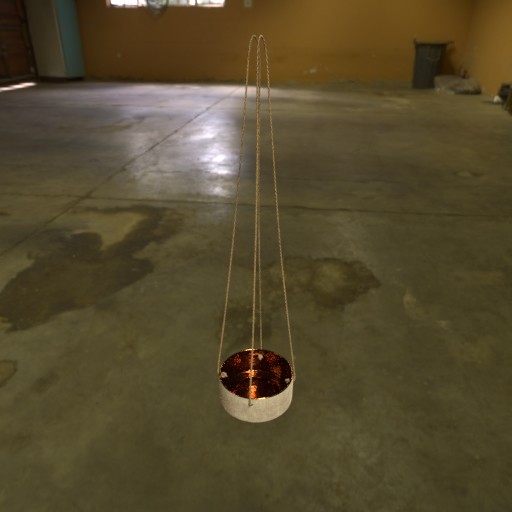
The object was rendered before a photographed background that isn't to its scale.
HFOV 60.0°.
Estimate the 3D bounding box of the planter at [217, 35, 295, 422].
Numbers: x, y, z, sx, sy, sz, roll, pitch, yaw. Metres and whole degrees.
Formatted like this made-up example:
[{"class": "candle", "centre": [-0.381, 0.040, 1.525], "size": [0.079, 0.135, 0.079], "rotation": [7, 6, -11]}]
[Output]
[{"class": "planter", "centre": [0.000, 0.000, 1.154], "size": [0.223, 1.030, 0.223], "rotation": [-19, 32, -33]}]
